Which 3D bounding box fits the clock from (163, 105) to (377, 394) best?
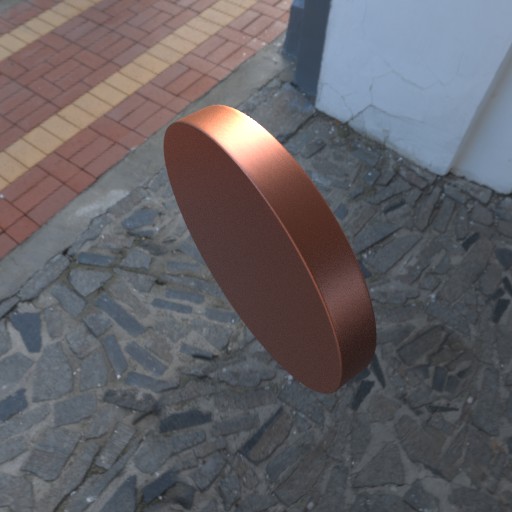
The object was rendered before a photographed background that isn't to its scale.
[{"bbox_3d":[0.000,0.000,0.472,0.040,0.313,0.313,-31,64,-17],"label":"clock"}]
